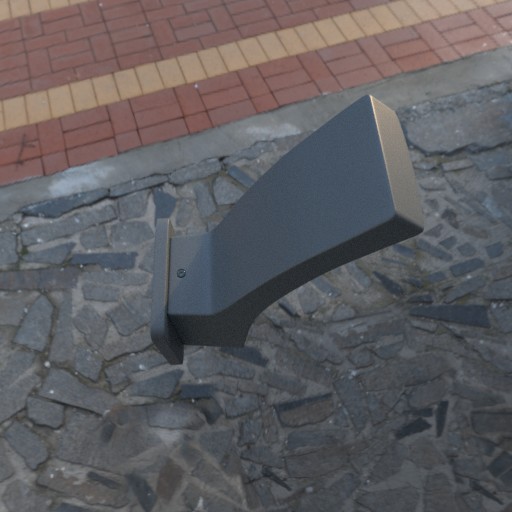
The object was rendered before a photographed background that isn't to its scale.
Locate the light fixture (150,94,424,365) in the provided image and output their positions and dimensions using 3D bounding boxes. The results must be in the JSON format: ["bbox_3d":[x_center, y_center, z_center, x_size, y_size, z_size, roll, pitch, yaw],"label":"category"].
[{"bbox_3d":[0.000,0.000,0.337,0.174,0.243,0.108,-3,64,-1],"label":"light fixture"}]
